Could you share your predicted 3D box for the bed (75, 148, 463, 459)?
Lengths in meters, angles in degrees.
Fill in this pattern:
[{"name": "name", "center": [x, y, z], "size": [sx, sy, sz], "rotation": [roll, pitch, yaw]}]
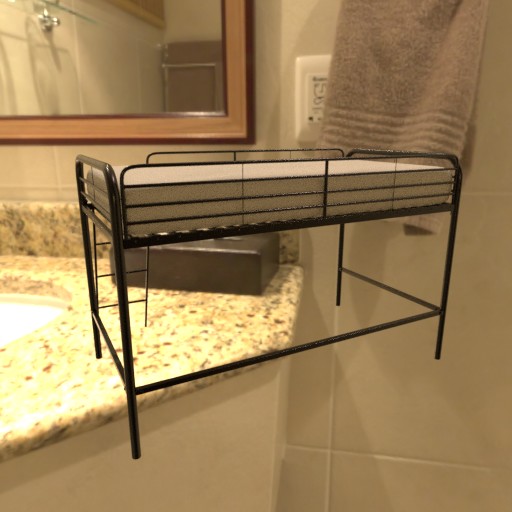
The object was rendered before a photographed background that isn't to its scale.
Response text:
[{"name": "bed", "center": [0.000, 0.000, 2.826], "size": [1.968, 1.289, 1.393], "rotation": [-8, 18, -27]}]
